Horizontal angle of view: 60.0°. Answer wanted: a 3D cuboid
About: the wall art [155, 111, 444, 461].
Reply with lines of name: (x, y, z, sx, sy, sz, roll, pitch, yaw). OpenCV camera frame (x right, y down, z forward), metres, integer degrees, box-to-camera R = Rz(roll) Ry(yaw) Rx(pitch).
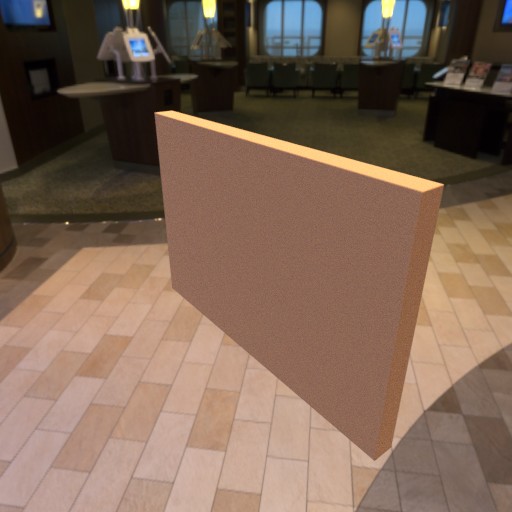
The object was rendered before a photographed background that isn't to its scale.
wall art: (0.000, 0.000, 0.773, 0.039, 0.407, 0.609, -20, 33, -33)
